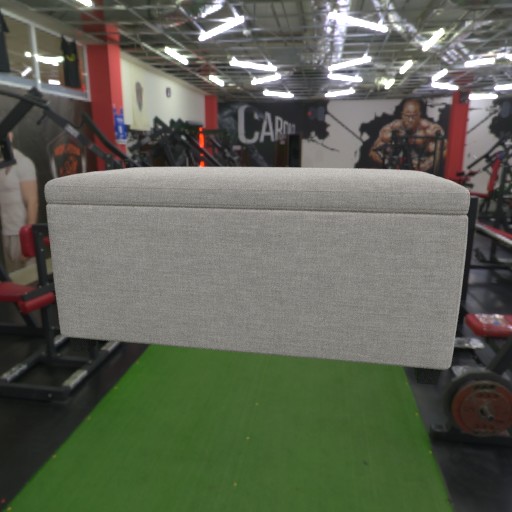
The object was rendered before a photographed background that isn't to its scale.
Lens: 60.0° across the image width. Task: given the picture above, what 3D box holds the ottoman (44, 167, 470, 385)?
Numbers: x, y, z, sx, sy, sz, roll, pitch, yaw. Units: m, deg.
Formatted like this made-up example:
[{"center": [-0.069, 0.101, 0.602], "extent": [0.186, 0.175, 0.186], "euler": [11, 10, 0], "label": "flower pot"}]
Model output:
[{"center": [0.000, 0.000, 1.122], "extent": [0.902, 0.432, 0.419], "euler": [3, 14, 10], "label": "ottoman"}]
